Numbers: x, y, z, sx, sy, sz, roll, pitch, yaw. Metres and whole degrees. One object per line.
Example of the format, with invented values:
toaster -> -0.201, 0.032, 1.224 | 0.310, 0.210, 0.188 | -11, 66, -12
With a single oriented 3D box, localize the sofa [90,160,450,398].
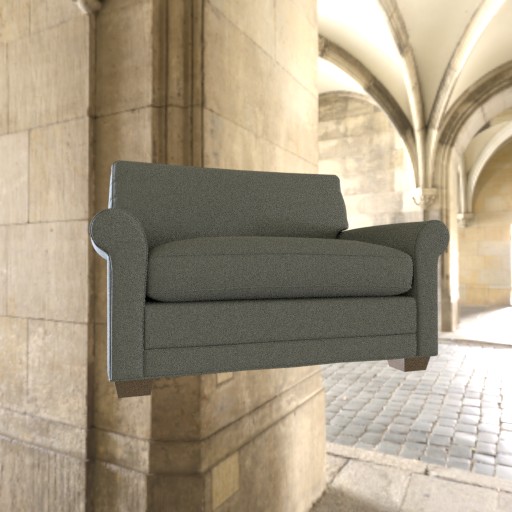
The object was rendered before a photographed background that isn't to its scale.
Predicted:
sofa -> 0.000, 0.000, 2.038 | 1.410, 0.953, 0.940 | 0, -1, -18
